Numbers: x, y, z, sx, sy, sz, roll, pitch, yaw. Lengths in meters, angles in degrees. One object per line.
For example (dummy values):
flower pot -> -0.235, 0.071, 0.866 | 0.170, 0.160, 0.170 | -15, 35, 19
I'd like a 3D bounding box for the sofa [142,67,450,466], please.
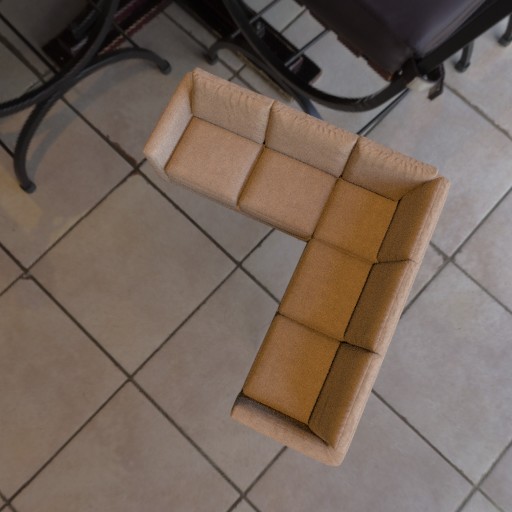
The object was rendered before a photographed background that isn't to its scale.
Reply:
sofa -> 0.000, 0.000, 3.681 | 2.438, 0.864, 2.438 | 24, 79, 5
